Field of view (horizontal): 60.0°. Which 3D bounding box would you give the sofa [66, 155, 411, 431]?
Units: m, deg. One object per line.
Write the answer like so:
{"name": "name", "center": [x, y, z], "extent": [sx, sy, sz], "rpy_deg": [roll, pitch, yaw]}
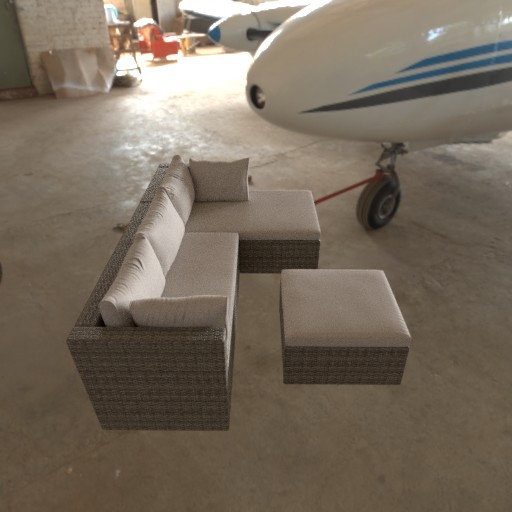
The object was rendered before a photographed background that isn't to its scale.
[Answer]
{"name": "sofa", "center": [0.000, 0.000, 2.991], "extent": [1.662, 0.766, 2.192], "rpy_deg": [0, 32, 0]}
